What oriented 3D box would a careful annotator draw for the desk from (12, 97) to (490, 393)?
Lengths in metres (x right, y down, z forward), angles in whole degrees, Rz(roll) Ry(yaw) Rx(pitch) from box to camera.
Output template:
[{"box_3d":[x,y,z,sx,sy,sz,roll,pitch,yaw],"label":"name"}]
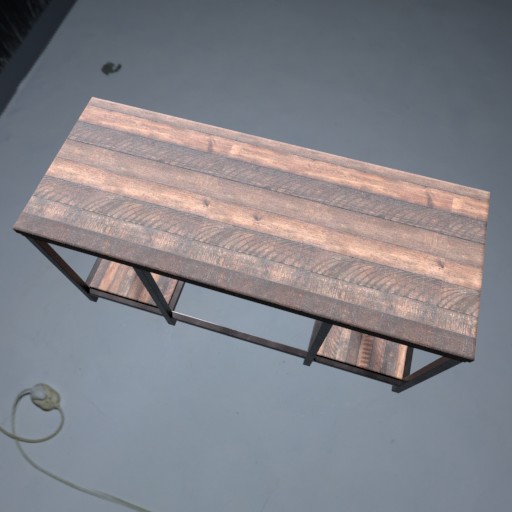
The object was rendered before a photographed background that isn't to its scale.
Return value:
[{"box_3d":[0.000,0.000,1.873,1.538,0.753,0.617,15,66,7],"label":"desk"}]
